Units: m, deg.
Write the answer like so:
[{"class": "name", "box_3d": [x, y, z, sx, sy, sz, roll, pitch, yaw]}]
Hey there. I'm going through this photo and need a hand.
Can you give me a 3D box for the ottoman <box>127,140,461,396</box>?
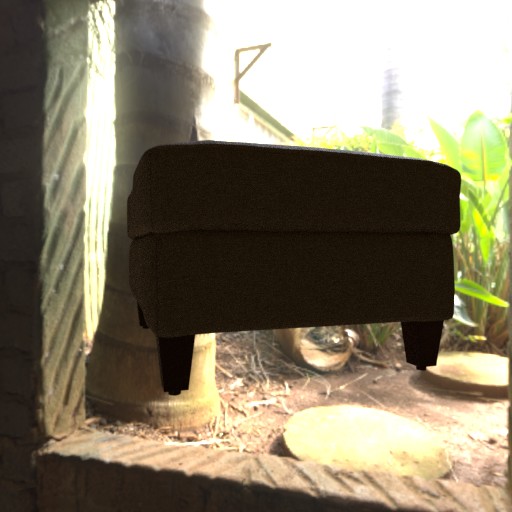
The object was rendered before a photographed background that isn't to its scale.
[{"class": "ottoman", "box_3d": [0.000, 0.000, 1.274, 0.692, 0.511, 0.889, 0, 1, -18]}]
